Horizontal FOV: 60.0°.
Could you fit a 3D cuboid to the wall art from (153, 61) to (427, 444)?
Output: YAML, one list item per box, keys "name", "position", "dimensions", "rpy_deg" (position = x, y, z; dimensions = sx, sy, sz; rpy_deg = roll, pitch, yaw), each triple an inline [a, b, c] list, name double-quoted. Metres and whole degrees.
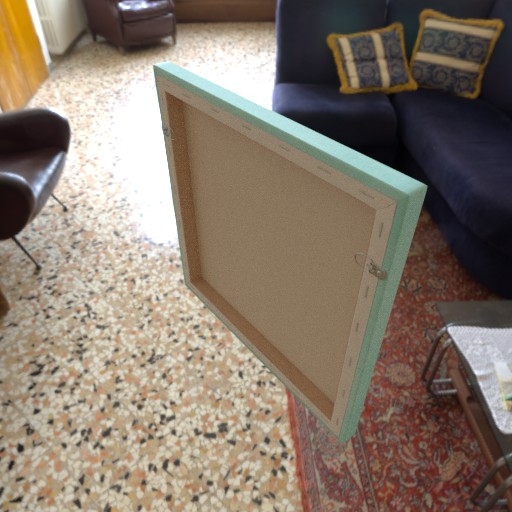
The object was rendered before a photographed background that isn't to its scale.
- name: "wall art"
  position: [0.000, 0.000, 1.135]
  dimensions: [0.054, 0.766, 0.765]
  rpy_deg: [-28, 48, -29]
